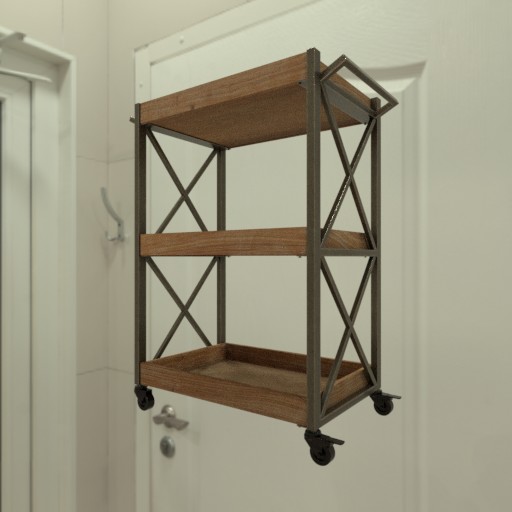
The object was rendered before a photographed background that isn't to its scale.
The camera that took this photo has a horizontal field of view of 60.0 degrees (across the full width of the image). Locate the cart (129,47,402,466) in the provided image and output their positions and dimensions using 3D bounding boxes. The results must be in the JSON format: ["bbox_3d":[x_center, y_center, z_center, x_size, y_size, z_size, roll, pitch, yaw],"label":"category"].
[{"bbox_3d":[0.000,0.000,1.200,0.673,0.835,0.377,0,0,36],"label":"cart"}]
